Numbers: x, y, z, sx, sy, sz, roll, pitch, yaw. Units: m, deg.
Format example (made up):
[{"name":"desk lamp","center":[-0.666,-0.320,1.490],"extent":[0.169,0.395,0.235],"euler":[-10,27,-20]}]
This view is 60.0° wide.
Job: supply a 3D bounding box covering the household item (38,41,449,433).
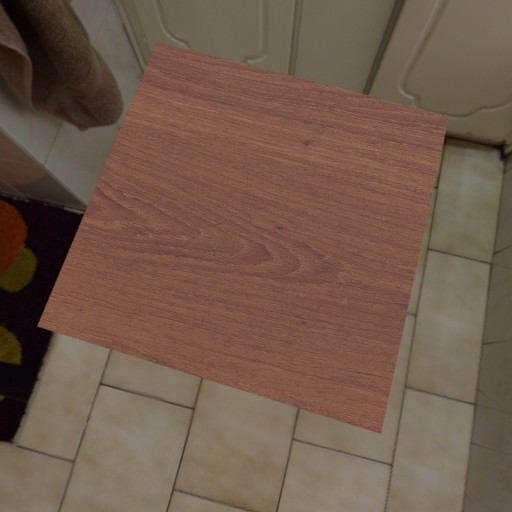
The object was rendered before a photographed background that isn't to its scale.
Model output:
[{"name":"household item","center":[0.000,0.000,0.732],"extent":[0.400,0.400,0.400],"euler":[16,76,4]}]
